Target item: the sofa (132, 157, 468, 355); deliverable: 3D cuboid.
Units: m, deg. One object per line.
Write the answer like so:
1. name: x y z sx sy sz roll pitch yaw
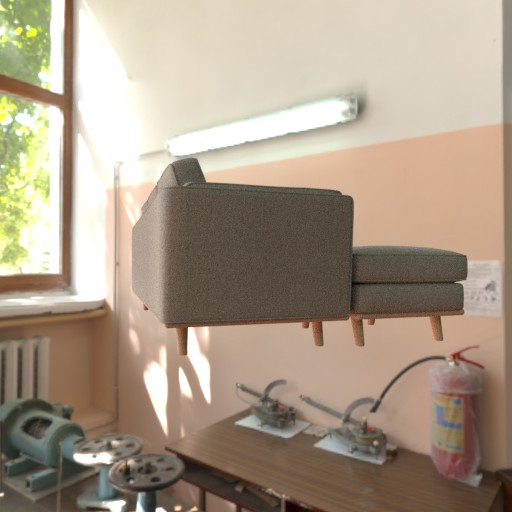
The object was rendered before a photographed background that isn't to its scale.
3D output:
1. sofa: 0.000 0.000 3.166 1.604 0.929 2.411 0 -1 -19
